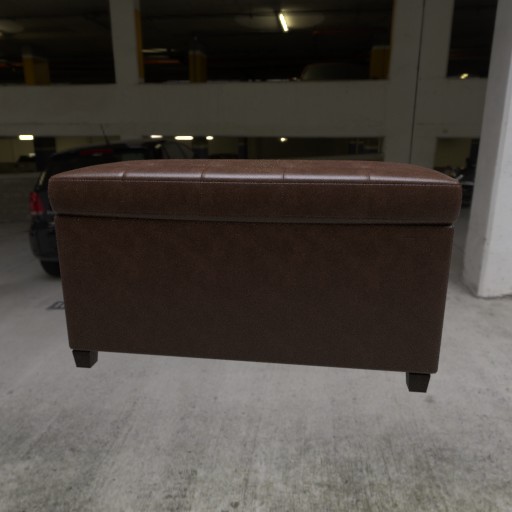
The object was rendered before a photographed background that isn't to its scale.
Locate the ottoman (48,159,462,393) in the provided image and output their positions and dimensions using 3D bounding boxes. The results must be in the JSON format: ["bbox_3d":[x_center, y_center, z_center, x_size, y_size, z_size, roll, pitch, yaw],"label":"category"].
[{"bbox_3d":[0.000,0.000,1.126,0.838,0.470,0.432,2,15,8],"label":"ottoman"}]
